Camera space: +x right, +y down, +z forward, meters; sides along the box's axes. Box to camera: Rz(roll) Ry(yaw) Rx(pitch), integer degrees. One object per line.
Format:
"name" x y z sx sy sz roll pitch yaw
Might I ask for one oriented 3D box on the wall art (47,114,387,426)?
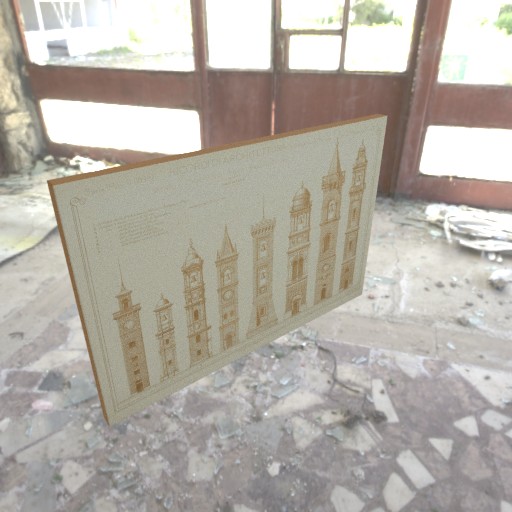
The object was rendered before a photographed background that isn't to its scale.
"wall art" 0.000 0.000 1.168 0.915 0.608 0.033 -21 35 -32
